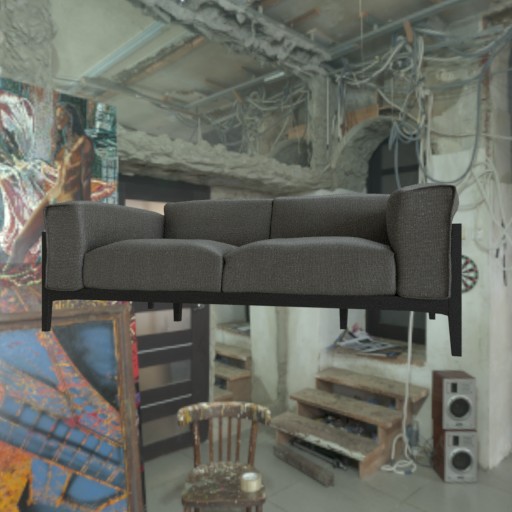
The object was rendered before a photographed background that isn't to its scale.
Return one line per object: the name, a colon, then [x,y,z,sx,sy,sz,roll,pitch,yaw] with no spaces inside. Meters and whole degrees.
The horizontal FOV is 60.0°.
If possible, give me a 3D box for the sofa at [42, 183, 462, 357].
sofa: [0.000,0.000,2.124,1.690,0.656,0.960,0,0,17]
